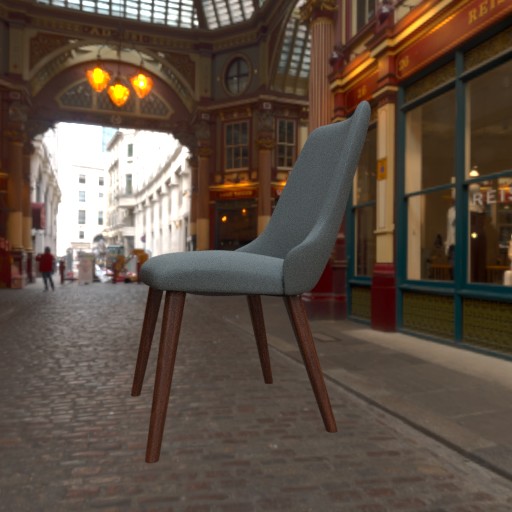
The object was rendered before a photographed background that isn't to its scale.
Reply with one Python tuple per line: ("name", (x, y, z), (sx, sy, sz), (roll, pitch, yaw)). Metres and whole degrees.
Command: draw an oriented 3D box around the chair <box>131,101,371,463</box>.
("chair", (0.000, 0.000, 1.341), (0.707, 0.918, 0.535), (0, 0, -19))
